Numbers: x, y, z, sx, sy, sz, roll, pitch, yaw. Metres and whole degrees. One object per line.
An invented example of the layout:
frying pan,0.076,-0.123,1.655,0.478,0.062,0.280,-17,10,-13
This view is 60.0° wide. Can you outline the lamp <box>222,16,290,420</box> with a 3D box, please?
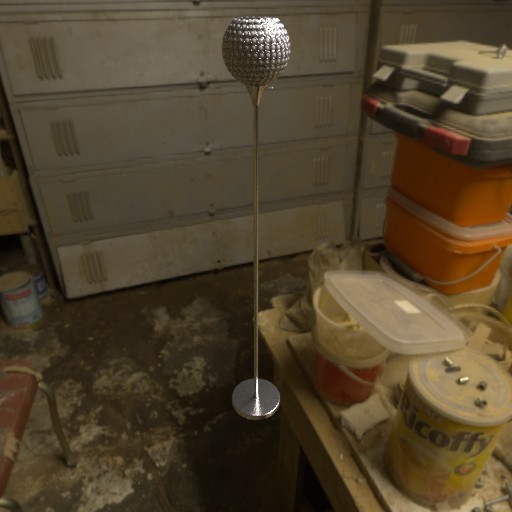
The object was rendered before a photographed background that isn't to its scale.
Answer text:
lamp,0.000,0.000,1.900,0.254,1.805,0.254,0,31,0
